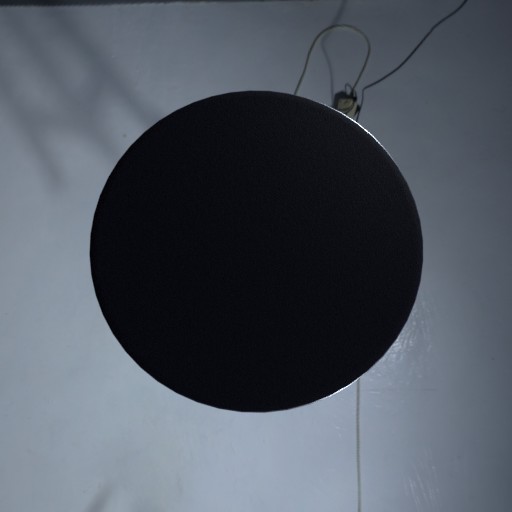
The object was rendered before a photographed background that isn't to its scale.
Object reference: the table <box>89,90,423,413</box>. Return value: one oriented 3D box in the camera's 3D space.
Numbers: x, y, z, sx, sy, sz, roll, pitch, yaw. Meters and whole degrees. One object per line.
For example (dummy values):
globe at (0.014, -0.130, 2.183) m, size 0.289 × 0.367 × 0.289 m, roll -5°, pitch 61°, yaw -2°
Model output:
table at (0.000, 0.000, 1.599) m, size 1.029 × 0.491 × 1.029 m, roll 0°, pitch 76°, yaw 0°
